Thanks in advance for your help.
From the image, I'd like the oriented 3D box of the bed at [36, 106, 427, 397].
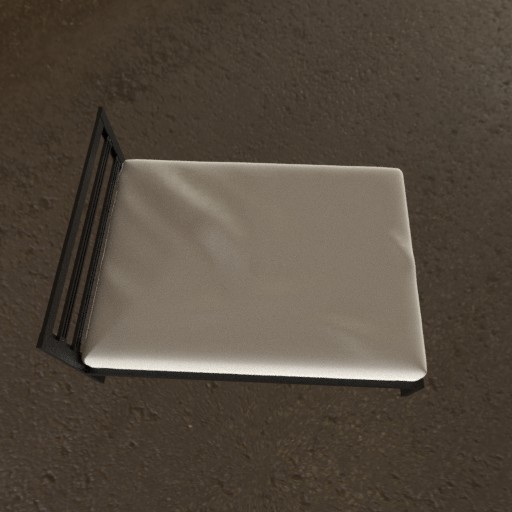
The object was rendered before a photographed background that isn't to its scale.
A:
[{"bbox_3d":[0.000,0.000,2.858,2.062,0.967,1.524,2,64,1],"label":"bed"}]
